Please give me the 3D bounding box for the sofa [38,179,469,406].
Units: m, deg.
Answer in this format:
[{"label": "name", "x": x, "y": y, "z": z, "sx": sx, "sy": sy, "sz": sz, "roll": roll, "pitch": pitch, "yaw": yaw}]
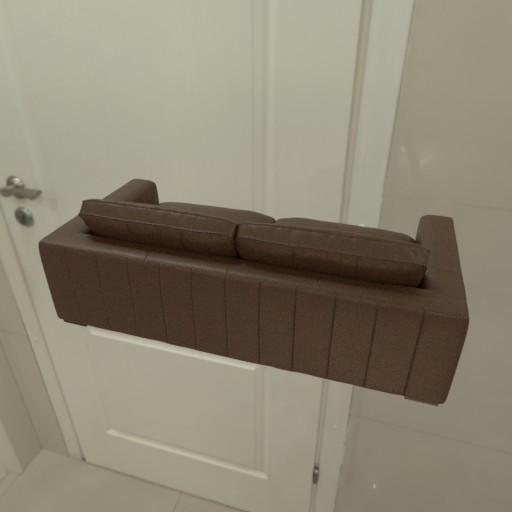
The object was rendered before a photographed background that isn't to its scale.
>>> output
[{"label": "sofa", "x": 0.000, "y": 0.000, "z": 2.693, "sx": 2.262, "sy": 0.801, "sz": 1.070, "roll": 9, "pitch": 32, "yaw": 15}]
